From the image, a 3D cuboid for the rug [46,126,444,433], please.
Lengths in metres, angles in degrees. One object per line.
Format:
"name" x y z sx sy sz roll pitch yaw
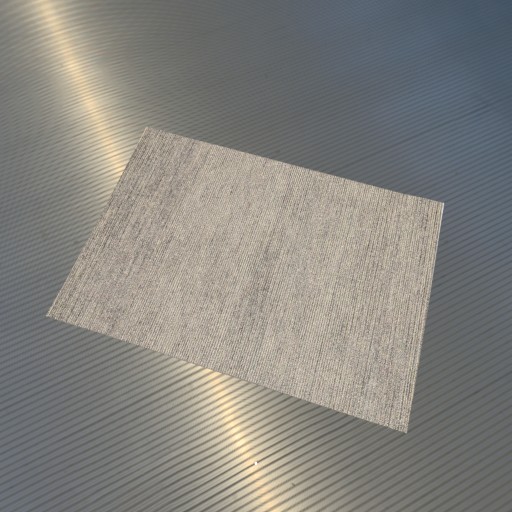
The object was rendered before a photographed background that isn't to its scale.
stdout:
"rug" 0.000 0.000 2.972 2.307 0.030 1.604 16 66 7
